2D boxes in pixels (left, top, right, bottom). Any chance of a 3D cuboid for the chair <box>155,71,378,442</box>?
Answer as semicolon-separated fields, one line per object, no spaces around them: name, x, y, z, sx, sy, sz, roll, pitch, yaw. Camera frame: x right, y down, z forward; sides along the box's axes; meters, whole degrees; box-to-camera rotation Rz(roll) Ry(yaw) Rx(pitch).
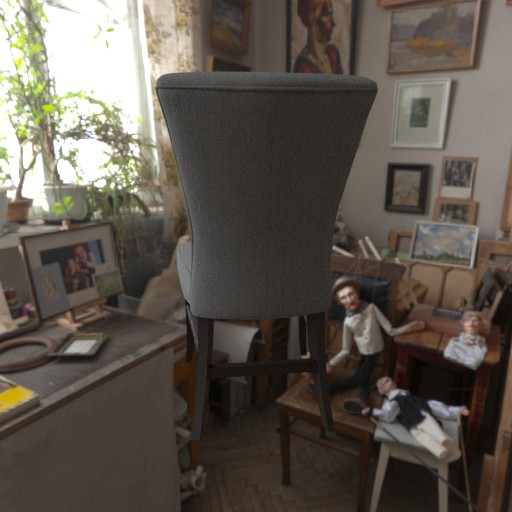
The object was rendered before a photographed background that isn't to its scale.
chair;0.000;0.000;1.380;0.520;0.991;0.660;-2;14;-7
